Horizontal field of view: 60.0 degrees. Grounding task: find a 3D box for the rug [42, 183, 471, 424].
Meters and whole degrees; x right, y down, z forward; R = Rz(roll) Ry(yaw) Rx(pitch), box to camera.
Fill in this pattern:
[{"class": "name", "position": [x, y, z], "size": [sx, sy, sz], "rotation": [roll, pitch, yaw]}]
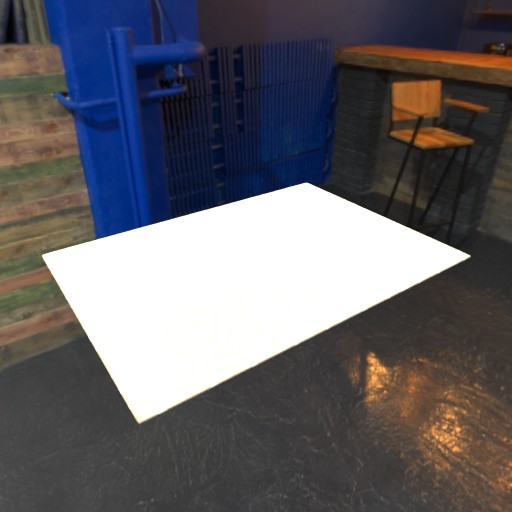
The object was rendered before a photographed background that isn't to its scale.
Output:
[{"class": "rug", "position": [0.000, 0.000, 2.704], "size": [2.134, 0.010, 1.524], "rotation": [-20, 35, -30]}]
